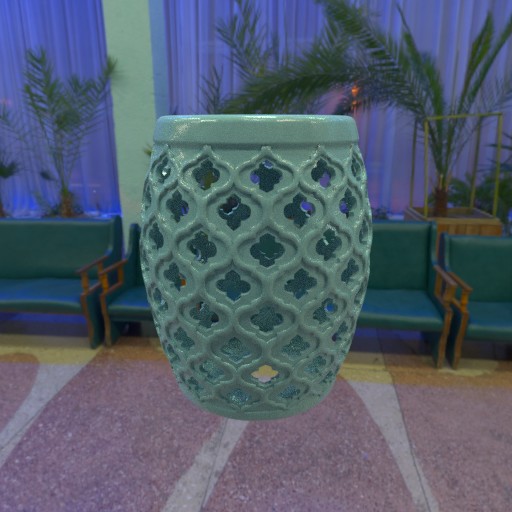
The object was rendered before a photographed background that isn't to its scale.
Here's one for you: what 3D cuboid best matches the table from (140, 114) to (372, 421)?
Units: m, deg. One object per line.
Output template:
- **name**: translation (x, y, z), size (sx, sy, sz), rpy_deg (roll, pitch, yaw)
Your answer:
- **table**: translation (0.000, 0.000, 0.646), size (0.325, 0.388, 0.325), rpy_deg (0, 17, 0)
